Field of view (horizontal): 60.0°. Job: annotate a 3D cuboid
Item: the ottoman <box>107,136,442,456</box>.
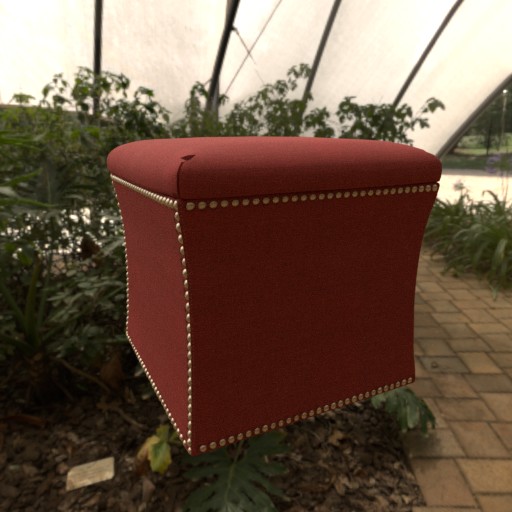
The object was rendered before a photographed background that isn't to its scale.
[{"bbox_3d":[0.000,0.000,0.912,0.497,0.475,0.507,-8,17,-26],"label":"ottoman"}]
